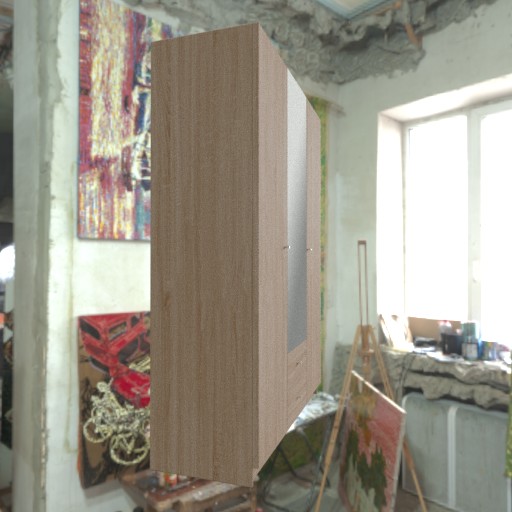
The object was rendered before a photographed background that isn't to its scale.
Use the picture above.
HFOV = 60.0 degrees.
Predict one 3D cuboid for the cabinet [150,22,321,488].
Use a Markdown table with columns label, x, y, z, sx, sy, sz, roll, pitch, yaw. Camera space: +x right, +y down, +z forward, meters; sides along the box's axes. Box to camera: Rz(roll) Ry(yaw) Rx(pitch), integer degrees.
| label | x | y | z | sx | sy | sz | roll | pitch | yaw |
| --- | --- | --- | --- | --- | --- | --- | --- | --- | --- |
| cabinet | 0.000 | 0.000 | 2.807 | 0.590 | 2.120 | 1.500 | 0 | -1 | 19 |
